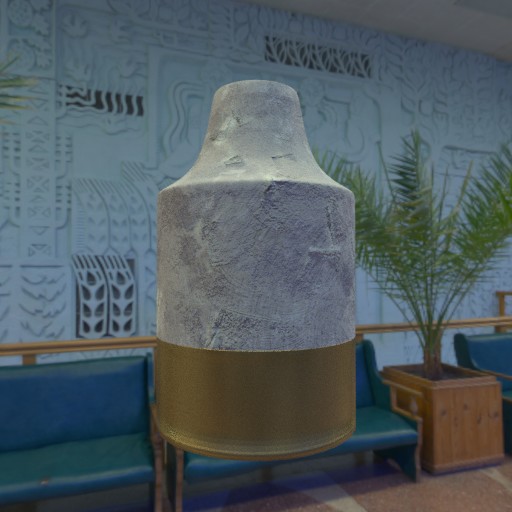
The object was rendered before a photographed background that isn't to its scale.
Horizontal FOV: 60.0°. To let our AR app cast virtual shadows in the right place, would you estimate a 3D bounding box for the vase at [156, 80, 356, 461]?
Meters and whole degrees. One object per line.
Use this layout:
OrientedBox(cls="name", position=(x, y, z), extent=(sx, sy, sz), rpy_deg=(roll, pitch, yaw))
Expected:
OrientedBox(cls="vase", position=(0.000, 0.000, 0.421), extent=(0.184, 0.305, 0.184), rpy_deg=(0, -1, 0))
